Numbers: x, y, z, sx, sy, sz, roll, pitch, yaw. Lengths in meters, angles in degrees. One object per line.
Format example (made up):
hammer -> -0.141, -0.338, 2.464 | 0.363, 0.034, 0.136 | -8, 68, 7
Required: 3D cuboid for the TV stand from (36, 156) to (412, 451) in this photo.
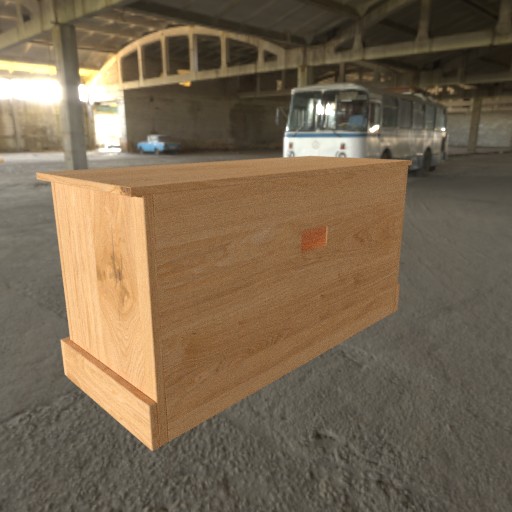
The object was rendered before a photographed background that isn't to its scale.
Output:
TV stand -> 0.000, 0.000, 1.369 | 0.440, 0.550, 1.080 | 15, 21, 42
